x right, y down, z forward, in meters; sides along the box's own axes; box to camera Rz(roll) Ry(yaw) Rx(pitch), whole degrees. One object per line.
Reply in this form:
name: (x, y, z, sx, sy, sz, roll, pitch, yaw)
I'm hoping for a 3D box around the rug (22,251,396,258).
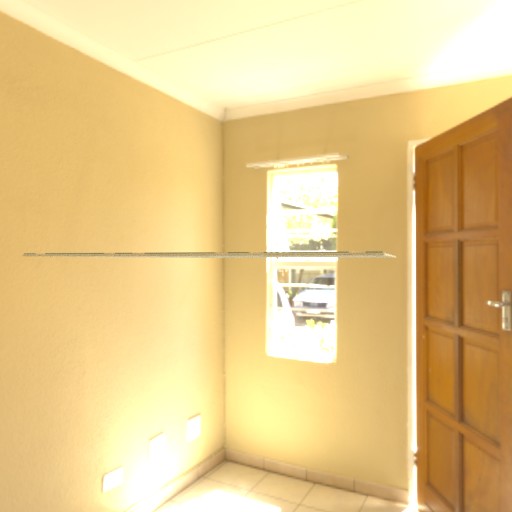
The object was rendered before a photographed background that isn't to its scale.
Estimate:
rug: (0.000, 0.000, 4.181, 2.466, 0.021, 3.049, 0, 0, 19)
